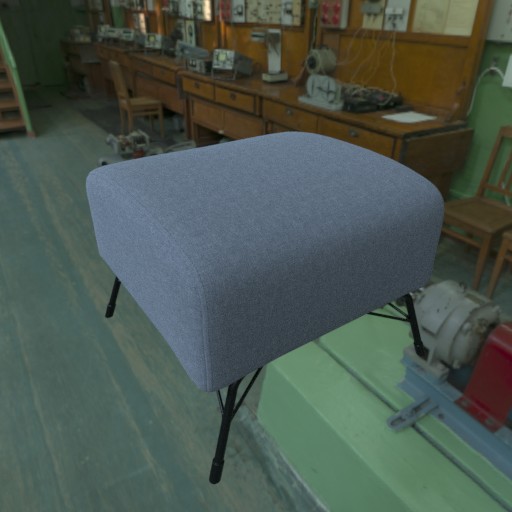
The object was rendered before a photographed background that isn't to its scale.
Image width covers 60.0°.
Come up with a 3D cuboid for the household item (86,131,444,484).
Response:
[{"bbox_3d":[0.000,0.000,0.912,0.530,0.410,0.530,-19,35,-29],"label":"household item"}]
